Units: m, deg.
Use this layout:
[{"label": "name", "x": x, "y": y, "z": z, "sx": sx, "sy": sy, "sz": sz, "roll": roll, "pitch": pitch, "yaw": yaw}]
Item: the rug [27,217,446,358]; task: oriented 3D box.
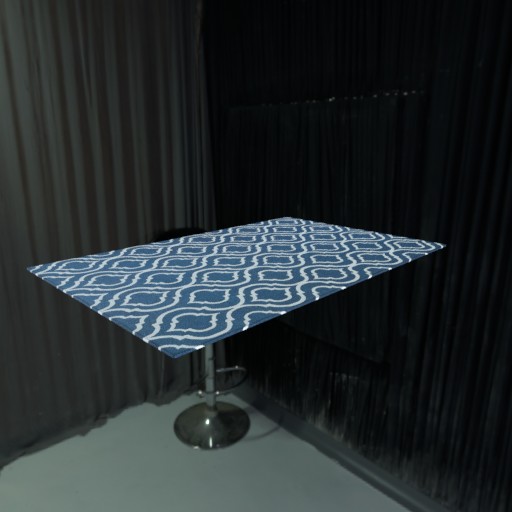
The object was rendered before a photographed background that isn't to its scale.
[{"label": "rug", "x": 0.000, "y": 0.000, "z": 2.179, "sx": 1.753, "sy": 0.010, "sz": 1.143, "roll": -15, "pitch": 21, "yaw": -43}]
